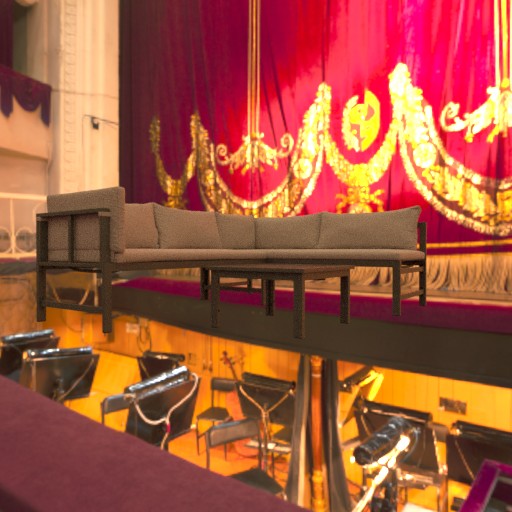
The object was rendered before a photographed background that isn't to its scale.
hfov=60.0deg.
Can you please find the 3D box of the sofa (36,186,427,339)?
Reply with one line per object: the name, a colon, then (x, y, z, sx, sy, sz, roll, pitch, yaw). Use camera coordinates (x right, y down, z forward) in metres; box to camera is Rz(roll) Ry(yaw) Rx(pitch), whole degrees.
sofa: (0.000, 0.000, 2.943, 1.658, 0.758, 2.096, 0, 1, 35)
